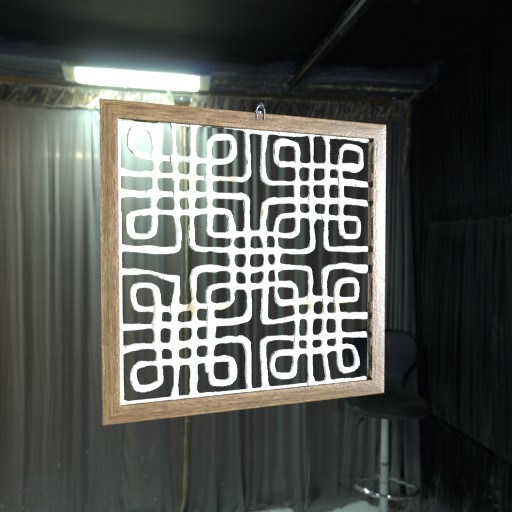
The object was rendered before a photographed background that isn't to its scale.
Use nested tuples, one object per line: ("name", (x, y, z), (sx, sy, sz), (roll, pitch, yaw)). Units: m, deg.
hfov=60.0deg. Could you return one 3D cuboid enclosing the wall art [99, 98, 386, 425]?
("wall art", (0.000, 0.000, 0.849), (0.561, 0.582, 0.021), (0, 2, -17))
